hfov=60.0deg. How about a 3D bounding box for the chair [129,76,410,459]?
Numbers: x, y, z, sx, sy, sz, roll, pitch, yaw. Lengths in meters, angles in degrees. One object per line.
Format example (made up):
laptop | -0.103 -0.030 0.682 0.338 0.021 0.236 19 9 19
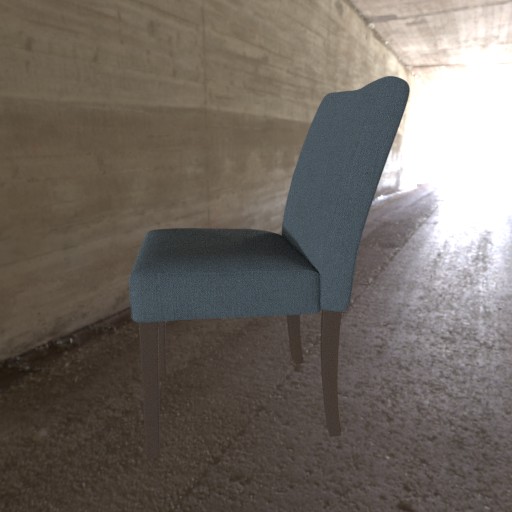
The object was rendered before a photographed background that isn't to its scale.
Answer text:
chair | 0.000 0.000 1.211 0.629 0.882 0.487 -2 15 -9
